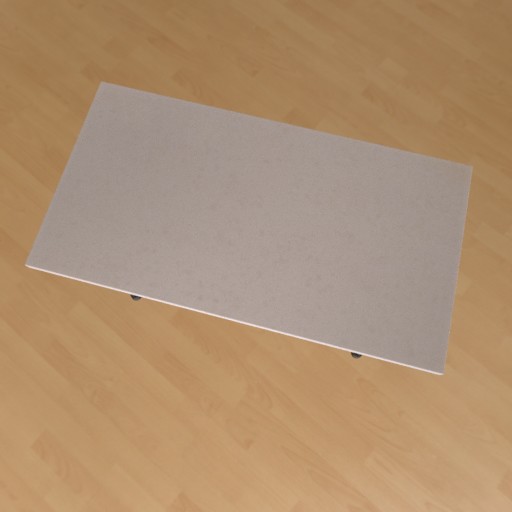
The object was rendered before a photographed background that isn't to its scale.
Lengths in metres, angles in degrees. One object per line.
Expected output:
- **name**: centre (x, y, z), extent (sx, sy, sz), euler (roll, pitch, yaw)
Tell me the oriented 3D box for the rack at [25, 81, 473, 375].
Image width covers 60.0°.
- **rack**: centre (0.000, 0.000, 1.683), extent (1.159, 0.880, 0.613), euler (14, 75, 4)
